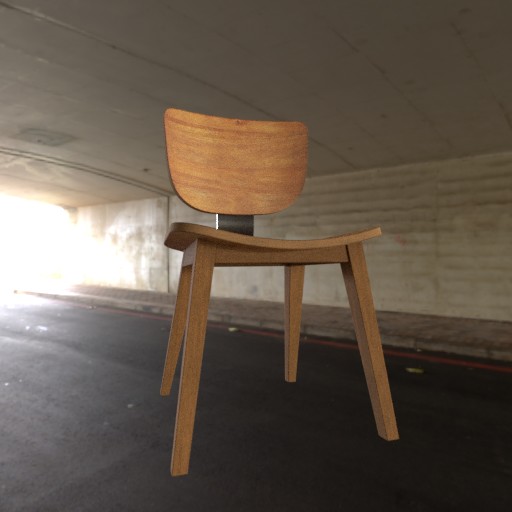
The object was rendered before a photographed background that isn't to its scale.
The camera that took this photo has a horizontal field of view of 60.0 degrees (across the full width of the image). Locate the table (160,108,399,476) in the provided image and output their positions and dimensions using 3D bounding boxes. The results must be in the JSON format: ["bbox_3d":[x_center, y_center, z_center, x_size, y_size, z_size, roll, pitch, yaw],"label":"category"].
[{"bbox_3d":[0.000,0.000,1.124,0.499,0.805,0.500,0,1,-19],"label":"table"}]
